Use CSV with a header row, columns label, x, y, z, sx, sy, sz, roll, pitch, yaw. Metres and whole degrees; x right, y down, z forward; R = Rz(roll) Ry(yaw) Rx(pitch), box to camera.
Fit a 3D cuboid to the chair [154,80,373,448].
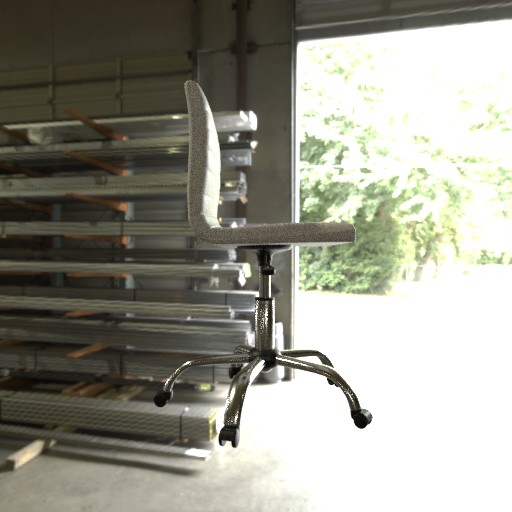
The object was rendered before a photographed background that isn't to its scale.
label,x,y,z,sx,sy,sz,roll,pitch,yaw
chair,0.000,0.000,1.164,0.530,0.780,0.556,0,0,-1
